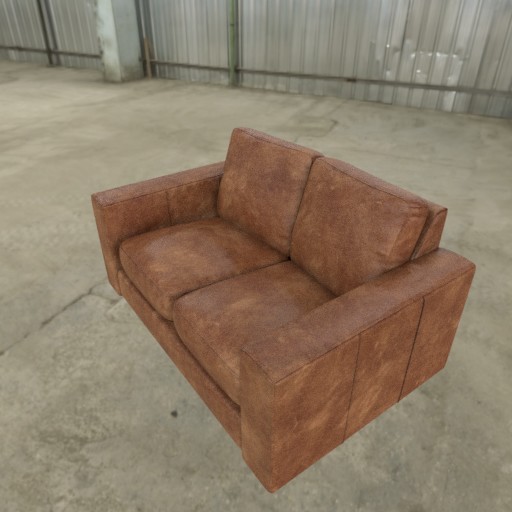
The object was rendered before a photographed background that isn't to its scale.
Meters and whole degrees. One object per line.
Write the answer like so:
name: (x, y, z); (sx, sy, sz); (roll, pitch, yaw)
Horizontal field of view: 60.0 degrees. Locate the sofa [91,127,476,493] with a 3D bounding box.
sofa: (0.000, 0.000, 2.163); (1.041, 0.889, 1.626); (-21, 38, -30)
